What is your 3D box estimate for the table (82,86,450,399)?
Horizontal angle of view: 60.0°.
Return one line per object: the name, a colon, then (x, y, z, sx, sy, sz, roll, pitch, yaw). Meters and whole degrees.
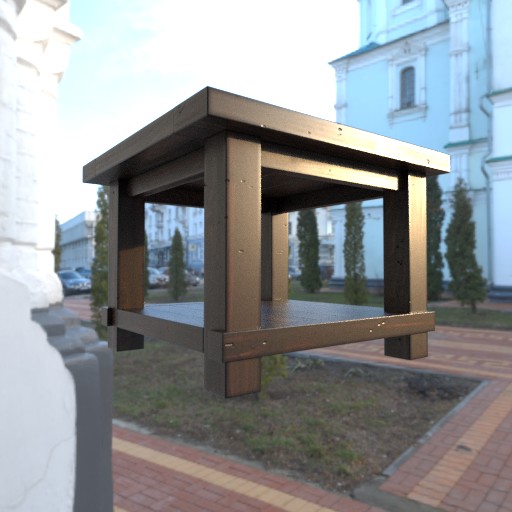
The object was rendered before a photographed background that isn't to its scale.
table: (0.000, 0.000, 1.008, 0.606, 0.437, 0.593, 1, -2, -37)
